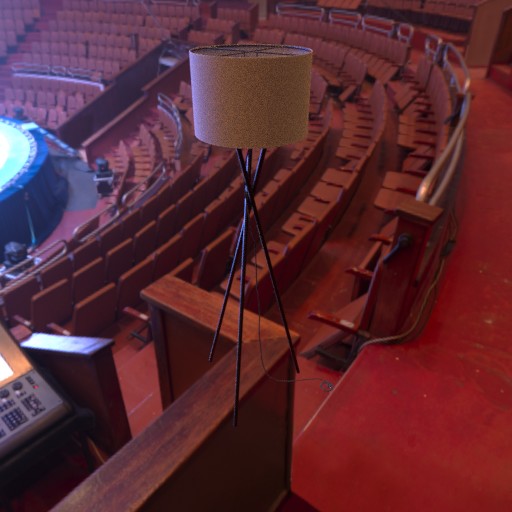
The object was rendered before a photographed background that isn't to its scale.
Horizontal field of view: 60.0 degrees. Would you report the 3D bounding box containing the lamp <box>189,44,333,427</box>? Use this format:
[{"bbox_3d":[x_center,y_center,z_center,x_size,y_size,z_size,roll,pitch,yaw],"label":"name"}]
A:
[{"bbox_3d":[0.000,0.000,1.928,0.667,1.624,0.522,20,36,30],"label":"lamp"}]
